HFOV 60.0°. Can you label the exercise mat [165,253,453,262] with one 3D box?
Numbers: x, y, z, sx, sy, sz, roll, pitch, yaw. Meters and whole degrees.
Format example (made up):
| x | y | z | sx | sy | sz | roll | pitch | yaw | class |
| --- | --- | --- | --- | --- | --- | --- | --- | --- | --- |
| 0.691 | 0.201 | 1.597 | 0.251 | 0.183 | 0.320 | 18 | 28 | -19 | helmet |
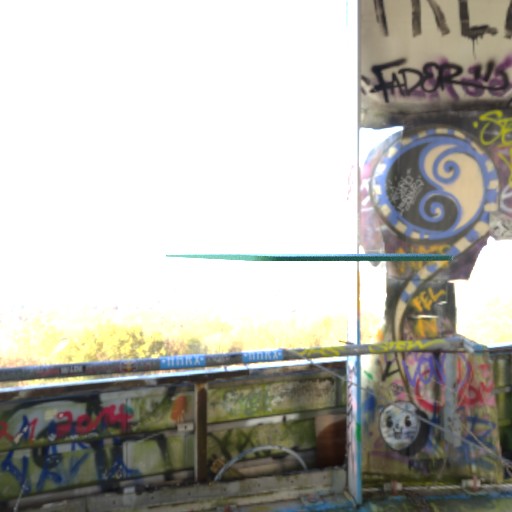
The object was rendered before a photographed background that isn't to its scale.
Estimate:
| x | y | z | sx | sy | sz | roll | pitch | yaw | class |
| --- | --- | --- | --- | --- | --- | --- | --- | --- | --- |
| 0.000 | 0.000 | 2.058 | 0.616 | 0.021 | 1.869 | 0 | 0 | -19 | exercise mat |
